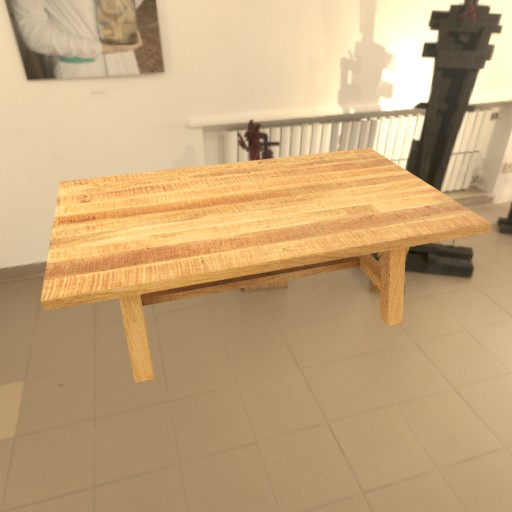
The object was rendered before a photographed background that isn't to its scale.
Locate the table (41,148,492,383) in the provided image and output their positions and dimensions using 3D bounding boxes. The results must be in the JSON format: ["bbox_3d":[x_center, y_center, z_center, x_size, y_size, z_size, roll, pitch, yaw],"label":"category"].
[{"bbox_3d":[0.000,0.000,1.659,1.320,0.455,0.760,-9,34,-14],"label":"table"}]
